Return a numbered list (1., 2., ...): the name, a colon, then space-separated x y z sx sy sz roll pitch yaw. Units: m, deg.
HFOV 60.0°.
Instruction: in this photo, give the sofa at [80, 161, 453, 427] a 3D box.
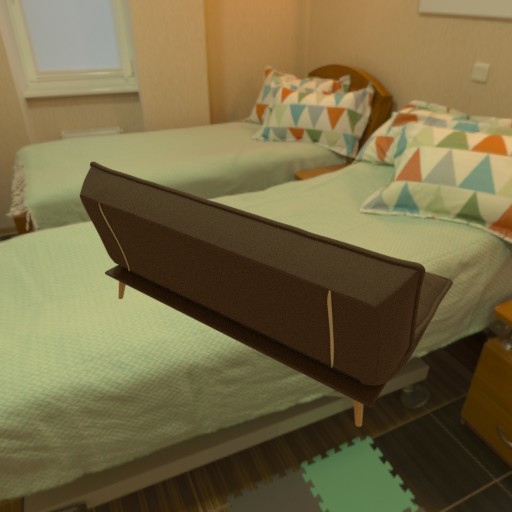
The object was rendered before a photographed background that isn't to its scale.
1. sofa: 0.000 0.000 2.510 1.940 0.890 0.950 20 37 30
